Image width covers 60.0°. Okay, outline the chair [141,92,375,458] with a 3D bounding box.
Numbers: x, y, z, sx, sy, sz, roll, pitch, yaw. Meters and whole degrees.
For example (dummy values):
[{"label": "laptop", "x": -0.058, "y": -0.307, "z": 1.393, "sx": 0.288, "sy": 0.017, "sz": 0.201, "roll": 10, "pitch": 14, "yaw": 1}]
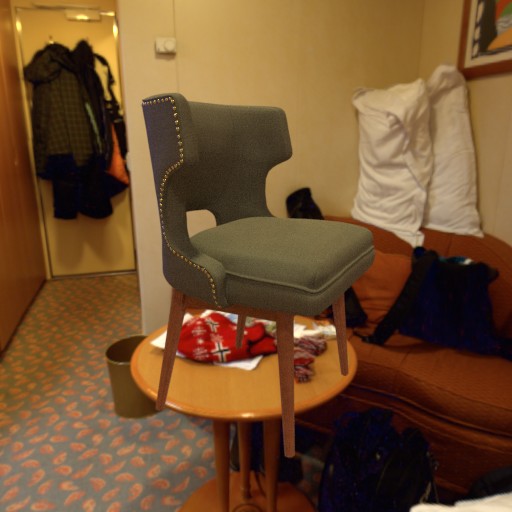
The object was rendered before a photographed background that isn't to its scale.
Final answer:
[{"label": "chair", "x": 0.000, "y": 0.000, "z": 1.265, "sx": 0.581, "sy": 0.863, "sz": 0.595, "roll": 8, "pitch": 17, "yaw": 27}]
